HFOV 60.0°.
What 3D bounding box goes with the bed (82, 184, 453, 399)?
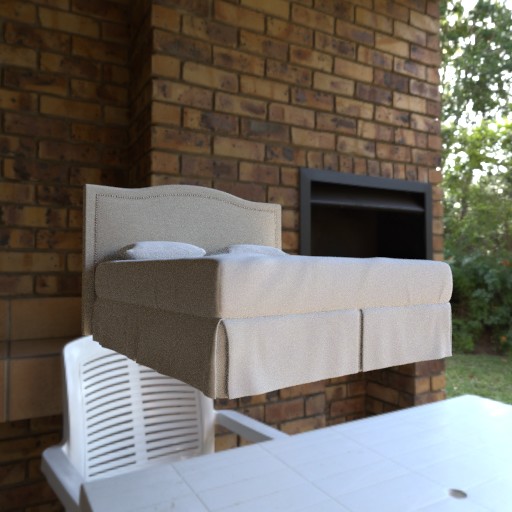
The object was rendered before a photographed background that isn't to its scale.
[{"bbox_3d":[0.000,0.000,3.452,2.083,1.421,2.182,1,-2,-35],"label":"bed"}]
